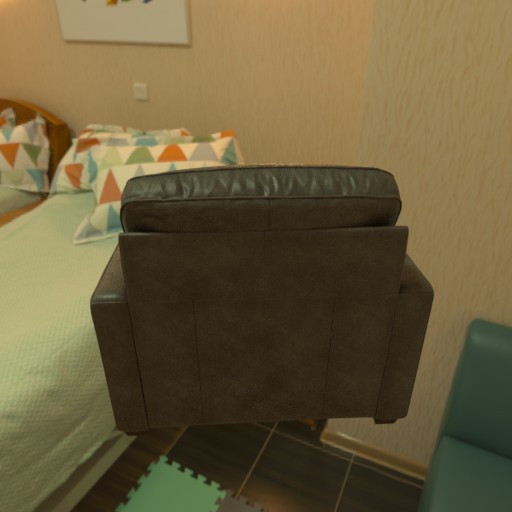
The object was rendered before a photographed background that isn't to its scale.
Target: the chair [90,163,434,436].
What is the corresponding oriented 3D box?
[{"bbox_3d":[0.000,0.000,1.703,1.006,0.916,0.939,-2,28,-3],"label":"chair"}]
